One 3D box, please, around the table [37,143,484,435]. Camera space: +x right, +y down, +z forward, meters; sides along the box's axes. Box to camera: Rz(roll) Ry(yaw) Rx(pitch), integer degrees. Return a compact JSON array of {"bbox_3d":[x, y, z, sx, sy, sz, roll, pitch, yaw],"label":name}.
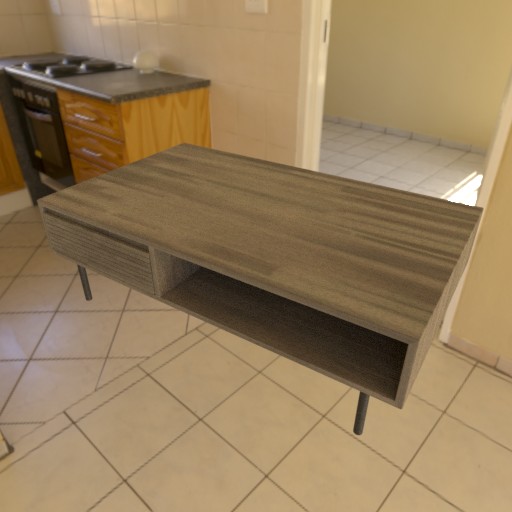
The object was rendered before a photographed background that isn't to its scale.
[{"bbox_3d":[0.000,0.000,1.339,1.088,0.347,0.643,19,36,28],"label":"table"}]
